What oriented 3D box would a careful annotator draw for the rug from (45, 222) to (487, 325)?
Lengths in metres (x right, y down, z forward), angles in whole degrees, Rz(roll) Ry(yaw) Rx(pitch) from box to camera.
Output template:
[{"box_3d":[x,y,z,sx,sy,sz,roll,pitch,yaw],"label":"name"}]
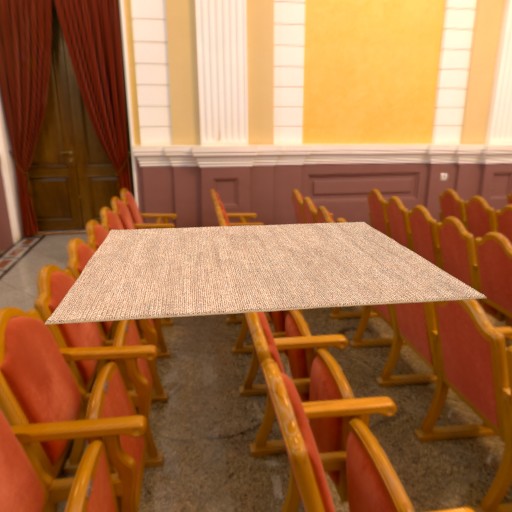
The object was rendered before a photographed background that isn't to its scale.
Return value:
[{"box_3d":[0.000,0.000,4.152,3.052,0.030,2.429,-2,18,-8],"label":"rug"}]
